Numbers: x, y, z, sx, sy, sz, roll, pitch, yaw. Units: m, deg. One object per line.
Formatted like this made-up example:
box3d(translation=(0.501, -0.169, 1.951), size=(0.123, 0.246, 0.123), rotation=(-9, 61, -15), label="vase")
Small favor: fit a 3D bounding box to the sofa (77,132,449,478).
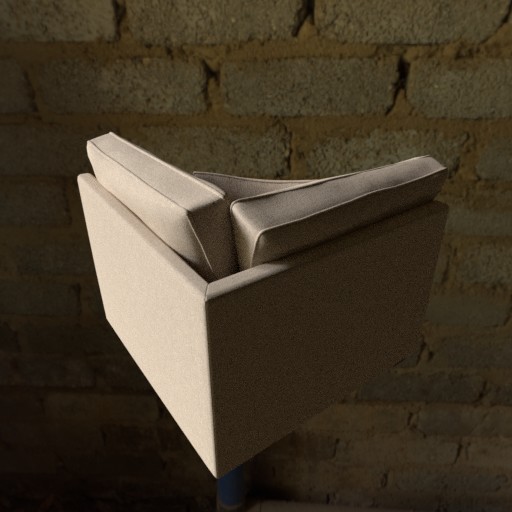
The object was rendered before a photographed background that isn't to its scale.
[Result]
box3d(translation=(0.000, 0.000, 1.824), size=(1.050, 0.937, 1.042), rotation=(-19, 34, -31), label="sofa")
